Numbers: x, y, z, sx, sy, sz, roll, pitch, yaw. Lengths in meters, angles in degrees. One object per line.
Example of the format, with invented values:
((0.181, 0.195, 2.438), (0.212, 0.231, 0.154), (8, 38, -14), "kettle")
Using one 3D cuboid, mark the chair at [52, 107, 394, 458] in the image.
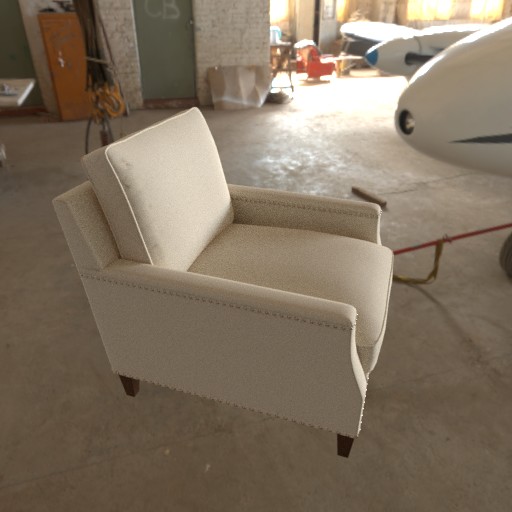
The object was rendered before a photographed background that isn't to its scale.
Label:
((0.000, 0.000, 1.690), (1.014, 0.943, 0.853), (10, 31, 16), "chair")
